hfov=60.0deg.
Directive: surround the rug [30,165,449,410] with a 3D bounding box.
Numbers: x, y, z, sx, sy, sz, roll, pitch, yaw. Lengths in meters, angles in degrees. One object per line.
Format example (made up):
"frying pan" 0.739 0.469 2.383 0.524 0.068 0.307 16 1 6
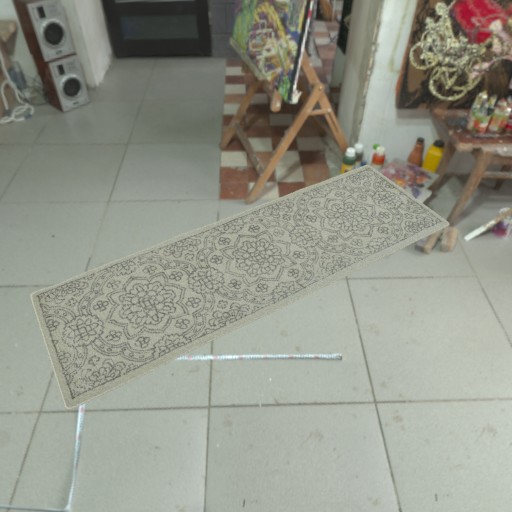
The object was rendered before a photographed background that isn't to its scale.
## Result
"rug" 0.000 0.000 2.633 2.431 0.006 0.806 -23 50 -21
